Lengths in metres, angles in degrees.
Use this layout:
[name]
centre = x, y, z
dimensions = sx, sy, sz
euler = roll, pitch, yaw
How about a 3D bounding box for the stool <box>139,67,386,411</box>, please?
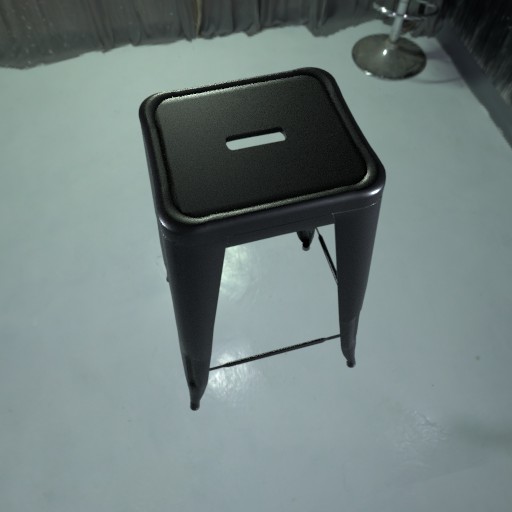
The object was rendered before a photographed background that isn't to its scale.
[stool]
centre = 0.000, 0.000, 0.847
dimensions = 0.399, 0.609, 0.359
euler = -13, 60, -8
